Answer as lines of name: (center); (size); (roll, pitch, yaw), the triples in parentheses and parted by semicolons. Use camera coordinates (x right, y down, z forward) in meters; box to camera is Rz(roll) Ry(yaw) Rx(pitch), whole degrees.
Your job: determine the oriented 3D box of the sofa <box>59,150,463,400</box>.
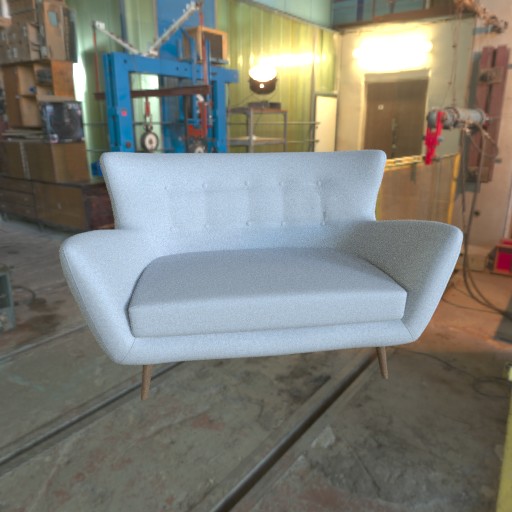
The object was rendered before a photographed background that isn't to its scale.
sofa: (0.000, 0.000, 1.956); (1.424, 0.878, 0.921); (-3, 17, -8)
